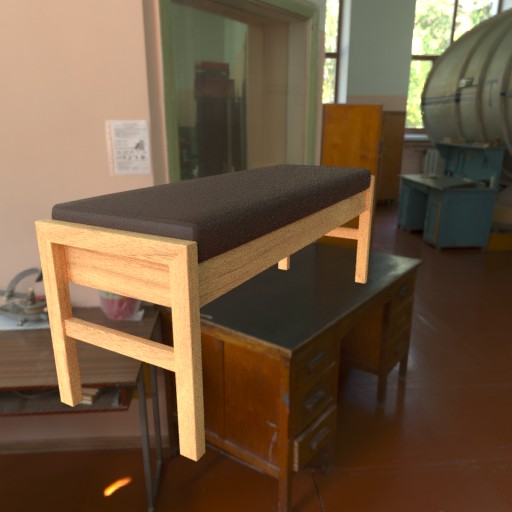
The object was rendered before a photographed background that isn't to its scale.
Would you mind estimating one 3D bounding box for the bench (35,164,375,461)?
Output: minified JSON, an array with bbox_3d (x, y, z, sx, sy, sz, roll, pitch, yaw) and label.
[{"bbox_3d":[0.000,0.000,1.406,0.405,0.480,1.200,9,19,28],"label":"bench"}]
